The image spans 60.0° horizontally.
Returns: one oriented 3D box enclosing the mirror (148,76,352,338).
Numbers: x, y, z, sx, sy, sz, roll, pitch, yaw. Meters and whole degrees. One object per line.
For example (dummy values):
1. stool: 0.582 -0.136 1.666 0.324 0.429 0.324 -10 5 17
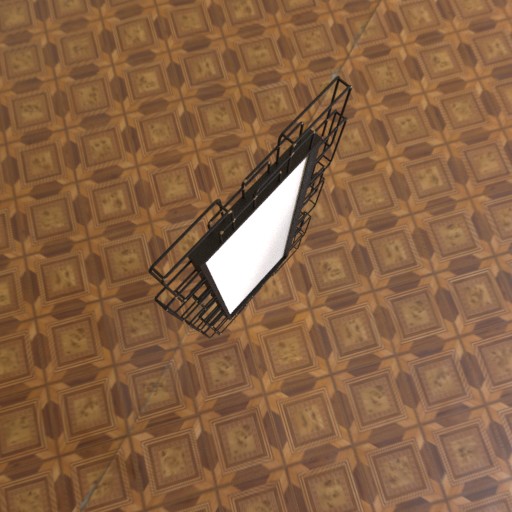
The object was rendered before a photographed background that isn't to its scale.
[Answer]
1. mirror: 0.000 0.000 1.342 0.037 1.192 0.565 41 79 9
